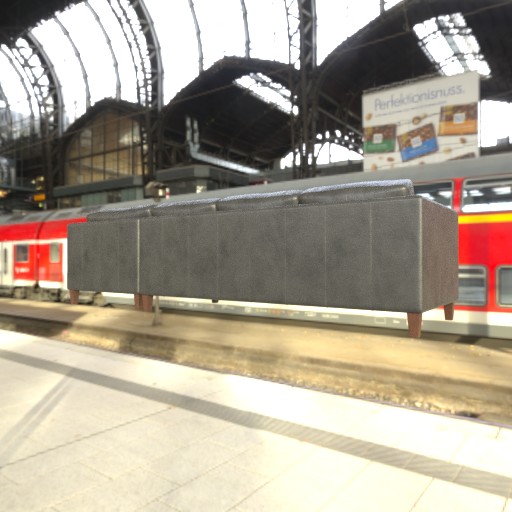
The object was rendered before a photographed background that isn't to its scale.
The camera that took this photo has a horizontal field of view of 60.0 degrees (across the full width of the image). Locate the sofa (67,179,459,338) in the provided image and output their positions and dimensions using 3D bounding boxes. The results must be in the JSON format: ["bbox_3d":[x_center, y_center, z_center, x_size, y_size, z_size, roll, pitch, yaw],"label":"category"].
[{"bbox_3d":[0.000,0.000,3.838,3.203,0.883,1.581,0,-1,35],"label":"sofa"}]
